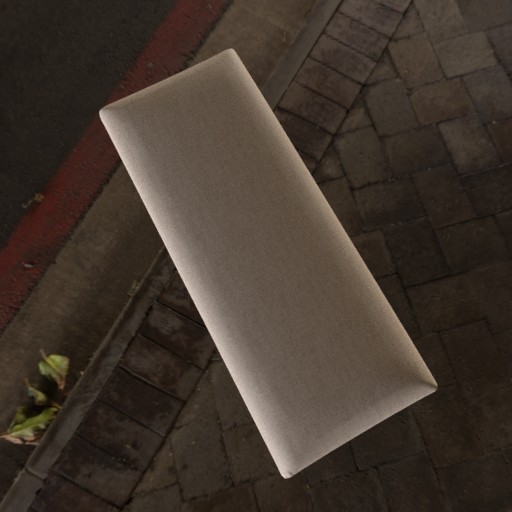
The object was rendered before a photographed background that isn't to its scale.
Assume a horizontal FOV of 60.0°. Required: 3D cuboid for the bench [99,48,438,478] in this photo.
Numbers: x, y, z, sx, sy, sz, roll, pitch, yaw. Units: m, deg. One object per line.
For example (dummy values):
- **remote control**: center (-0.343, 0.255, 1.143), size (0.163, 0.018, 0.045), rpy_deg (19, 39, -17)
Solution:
- **bench**: center (0.000, 0.000, 1.250), size (0.407, 0.456, 1.013), rpy_deg (-28, 78, -6)
